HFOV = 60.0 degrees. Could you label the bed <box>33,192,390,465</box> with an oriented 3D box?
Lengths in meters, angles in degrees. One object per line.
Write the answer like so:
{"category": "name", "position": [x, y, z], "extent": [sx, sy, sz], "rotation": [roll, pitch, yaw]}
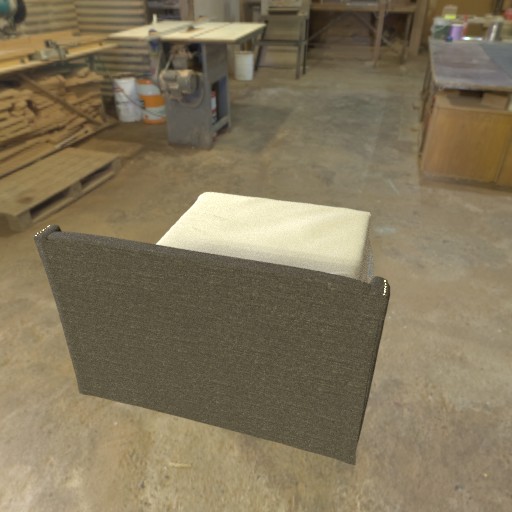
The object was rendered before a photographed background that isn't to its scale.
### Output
{"category": "bed", "position": [0.000, 0.000, 3.454], "extent": [1.925, 1.332, 2.276], "rotation": [9, 34, 14]}
